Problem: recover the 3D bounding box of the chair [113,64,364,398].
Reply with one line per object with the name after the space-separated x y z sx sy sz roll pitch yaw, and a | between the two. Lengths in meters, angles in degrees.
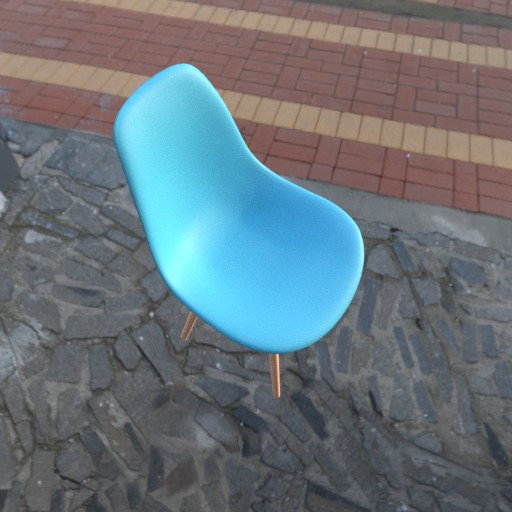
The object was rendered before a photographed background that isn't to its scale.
0.000 0.000 1.150 0.531 0.826 0.470 28 63 16 | chair
